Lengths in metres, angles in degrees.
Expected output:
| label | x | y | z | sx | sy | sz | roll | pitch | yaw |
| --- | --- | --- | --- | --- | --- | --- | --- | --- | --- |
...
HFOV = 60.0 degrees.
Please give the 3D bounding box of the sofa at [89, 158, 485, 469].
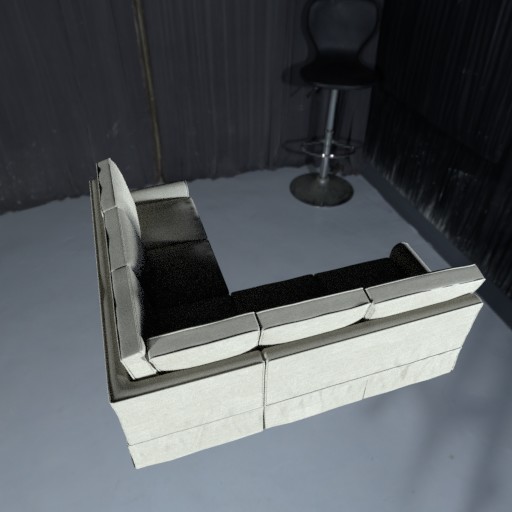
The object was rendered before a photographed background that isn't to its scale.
| label | x | y | z | sx | sy | sz | roll | pitch | yaw |
| --- | --- | --- | --- | --- | --- | --- | --- | --- | --- |
| sofa | 0.000 | 0.000 | 3.945 | 2.618 | 1.081 | 2.623 | -12 | 42 | -14 |
